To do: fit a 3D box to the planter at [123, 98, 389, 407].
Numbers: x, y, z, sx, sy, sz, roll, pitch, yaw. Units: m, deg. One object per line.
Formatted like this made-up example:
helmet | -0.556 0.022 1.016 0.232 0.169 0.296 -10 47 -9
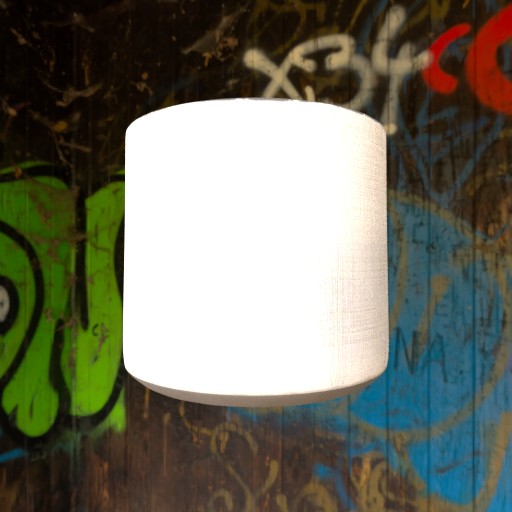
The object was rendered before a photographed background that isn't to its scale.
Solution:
planter | 0.000 0.000 0.385 0.221 0.201 0.221 0 0 0
